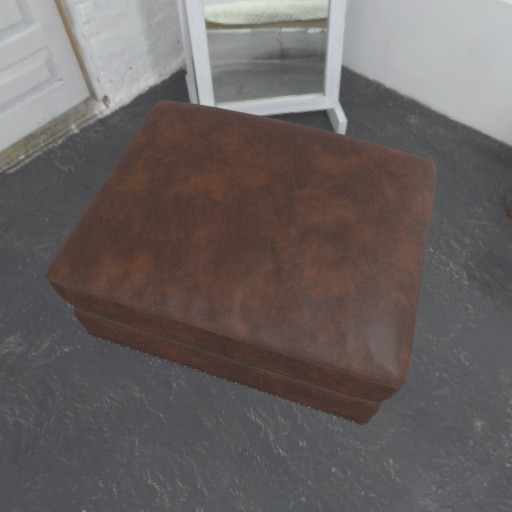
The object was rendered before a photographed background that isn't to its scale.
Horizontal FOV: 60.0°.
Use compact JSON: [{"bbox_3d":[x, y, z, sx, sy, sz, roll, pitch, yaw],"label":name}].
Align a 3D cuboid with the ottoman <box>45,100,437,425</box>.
[{"bbox_3d":[0.000,0.000,1.121,0.742,0.486,0.586,16,60,9],"label":"ottoman"}]
